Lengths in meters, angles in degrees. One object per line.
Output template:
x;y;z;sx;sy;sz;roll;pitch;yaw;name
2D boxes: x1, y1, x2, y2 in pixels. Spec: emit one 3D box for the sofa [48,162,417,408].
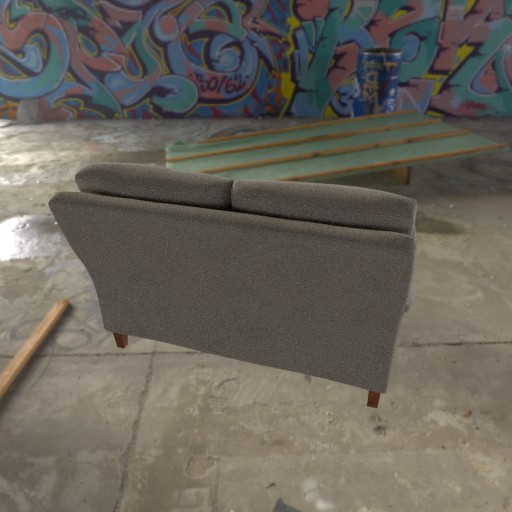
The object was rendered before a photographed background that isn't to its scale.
0.000;0.000;2.218;1.480;0.999;1.087;9;30;16;sofa
